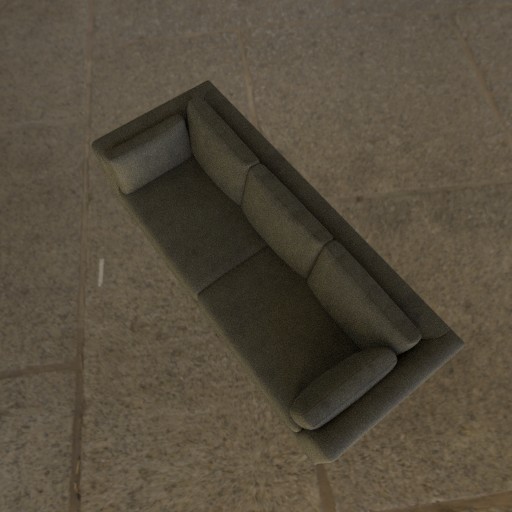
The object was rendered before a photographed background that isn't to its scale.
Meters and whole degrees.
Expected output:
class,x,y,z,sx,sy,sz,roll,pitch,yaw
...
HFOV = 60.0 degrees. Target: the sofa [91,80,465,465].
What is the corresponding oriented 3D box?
class,x,y,z,sx,sy,sz,roll,pitch,yaw
sofa,0.000,0.000,2.915,0.969,0.867,2.415,-34,69,-15
